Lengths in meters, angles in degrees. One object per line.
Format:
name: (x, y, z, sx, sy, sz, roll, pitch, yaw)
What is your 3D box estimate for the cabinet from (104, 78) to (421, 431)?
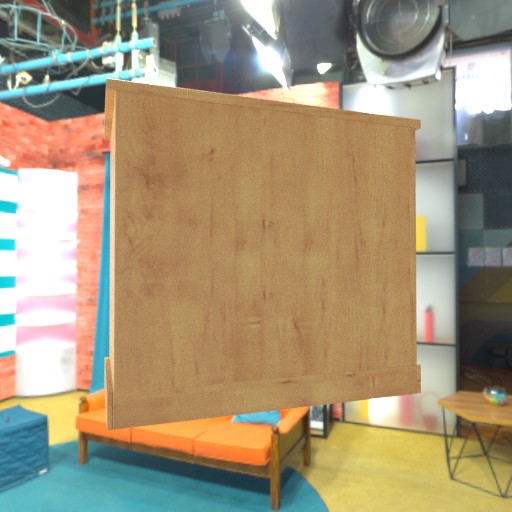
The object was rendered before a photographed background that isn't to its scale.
cabinet: (0.000, 0.000, 1.419, 0.920, 0.840, 0.450, 0, -1, -20)
